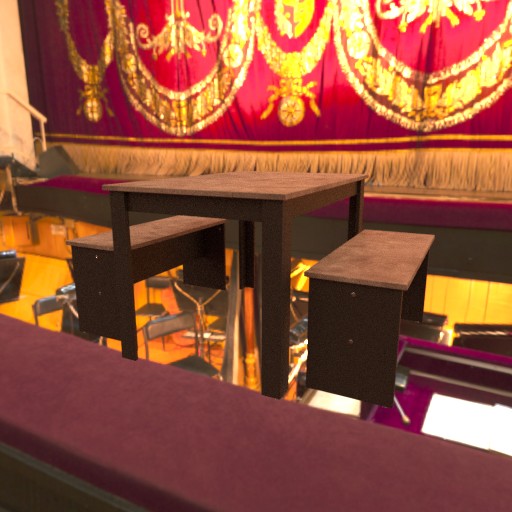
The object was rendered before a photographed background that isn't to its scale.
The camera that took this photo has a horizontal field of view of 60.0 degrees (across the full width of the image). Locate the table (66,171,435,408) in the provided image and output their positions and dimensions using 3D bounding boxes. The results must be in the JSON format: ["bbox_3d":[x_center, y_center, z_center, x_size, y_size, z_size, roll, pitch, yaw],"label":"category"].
[{"bbox_3d":[0.000,0.000,2.035,1.443,0.700,1.100,7,15,26],"label":"table"}]
